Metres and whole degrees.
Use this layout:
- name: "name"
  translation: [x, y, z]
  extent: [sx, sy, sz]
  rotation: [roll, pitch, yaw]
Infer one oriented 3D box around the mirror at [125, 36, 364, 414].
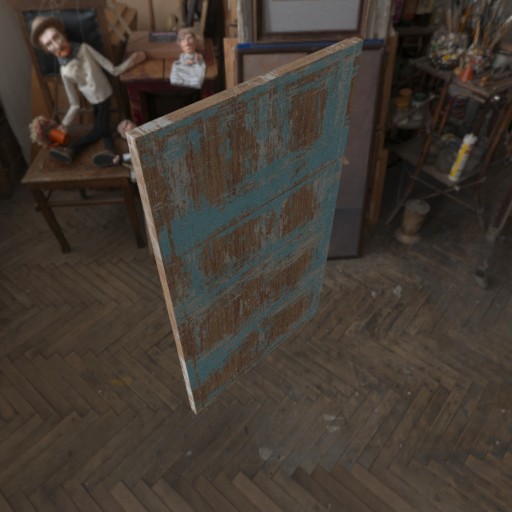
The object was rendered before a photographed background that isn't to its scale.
- name: "mirror"
  translation: [0.000, 0.000, 1.466]
  extent: [0.707, 1.213, 0.083]
  rotation: [-34, 55, -28]
